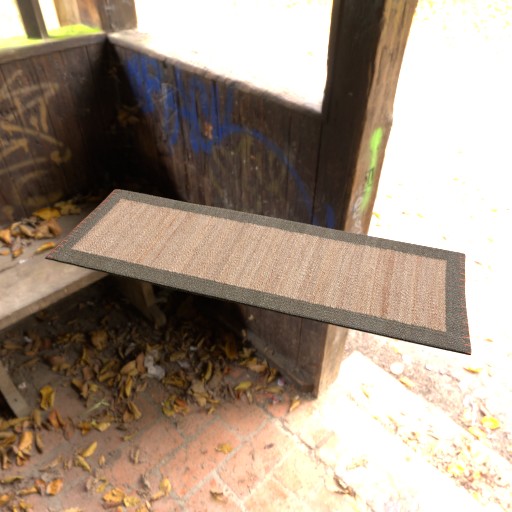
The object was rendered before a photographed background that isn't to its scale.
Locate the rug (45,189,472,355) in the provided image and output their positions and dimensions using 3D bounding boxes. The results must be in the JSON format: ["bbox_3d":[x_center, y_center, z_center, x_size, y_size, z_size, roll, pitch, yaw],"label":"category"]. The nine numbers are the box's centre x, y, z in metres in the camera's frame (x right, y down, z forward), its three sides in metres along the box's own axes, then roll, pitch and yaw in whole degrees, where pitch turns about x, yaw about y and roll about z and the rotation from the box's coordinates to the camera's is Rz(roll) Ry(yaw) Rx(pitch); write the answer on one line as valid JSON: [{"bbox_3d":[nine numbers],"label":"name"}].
[{"bbox_3d":[0.000,0.000,2.673,2.413,0.016,0.810,12,42,13],"label":"rug"}]
